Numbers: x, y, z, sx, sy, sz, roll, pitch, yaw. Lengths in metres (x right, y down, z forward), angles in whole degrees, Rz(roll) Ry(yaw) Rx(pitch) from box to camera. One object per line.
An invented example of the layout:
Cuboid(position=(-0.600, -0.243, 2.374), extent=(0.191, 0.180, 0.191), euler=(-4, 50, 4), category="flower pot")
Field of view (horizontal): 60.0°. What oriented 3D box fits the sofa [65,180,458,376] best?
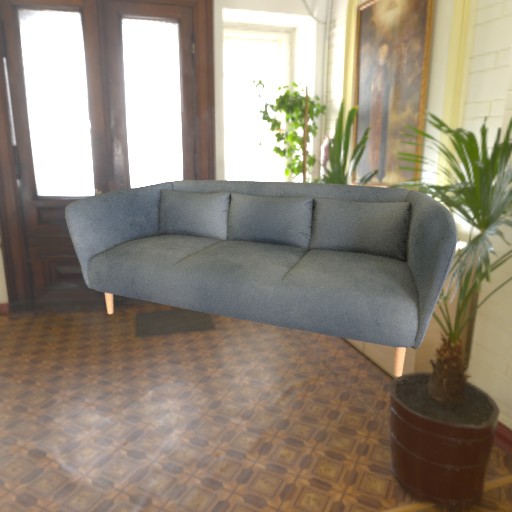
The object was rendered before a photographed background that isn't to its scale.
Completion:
Cuboid(position=(0.000, 0.000, 2.534), extent=(2.095, 0.795, 0.849), euler=(7, 15, 26), category="sofa")
